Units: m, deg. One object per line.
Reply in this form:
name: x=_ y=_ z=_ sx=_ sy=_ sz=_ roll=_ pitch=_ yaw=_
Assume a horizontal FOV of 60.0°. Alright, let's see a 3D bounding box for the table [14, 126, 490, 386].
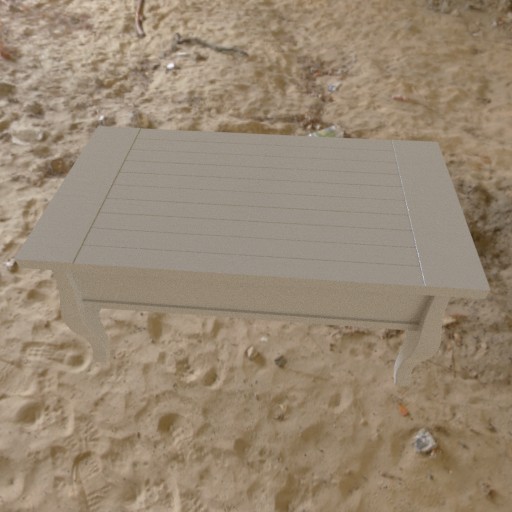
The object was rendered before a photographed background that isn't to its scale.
table: x=0.000 y=0.000 z=1.363 sx=1.062 sy=0.495 sz=0.600 roll=4 pitch=47 yaw=3
